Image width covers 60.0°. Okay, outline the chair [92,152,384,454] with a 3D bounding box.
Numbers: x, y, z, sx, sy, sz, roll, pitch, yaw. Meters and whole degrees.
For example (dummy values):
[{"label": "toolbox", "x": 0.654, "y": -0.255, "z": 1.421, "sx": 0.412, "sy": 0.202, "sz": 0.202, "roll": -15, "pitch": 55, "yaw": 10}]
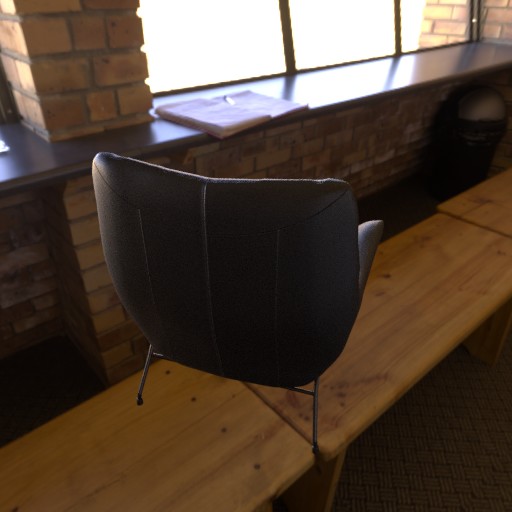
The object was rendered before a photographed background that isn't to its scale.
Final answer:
[{"label": "chair", "x": 0.000, "y": 0.000, "z": 1.575, "sx": 0.836, "sy": 0.922, "sz": 0.826, "roll": 9, "pitch": 33, "yaw": 15}]
